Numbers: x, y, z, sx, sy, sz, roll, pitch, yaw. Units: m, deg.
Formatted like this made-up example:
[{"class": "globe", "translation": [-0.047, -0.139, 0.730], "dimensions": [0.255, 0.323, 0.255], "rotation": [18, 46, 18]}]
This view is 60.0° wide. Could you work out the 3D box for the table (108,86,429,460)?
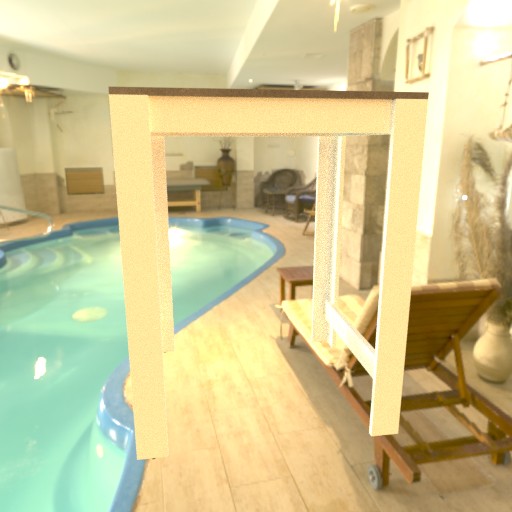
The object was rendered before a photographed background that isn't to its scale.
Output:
[{"class": "table", "translation": [0.000, 0.000, 1.549], "dimensions": [0.800, 1.020, 0.700], "rotation": [-2, 14, -8]}]
